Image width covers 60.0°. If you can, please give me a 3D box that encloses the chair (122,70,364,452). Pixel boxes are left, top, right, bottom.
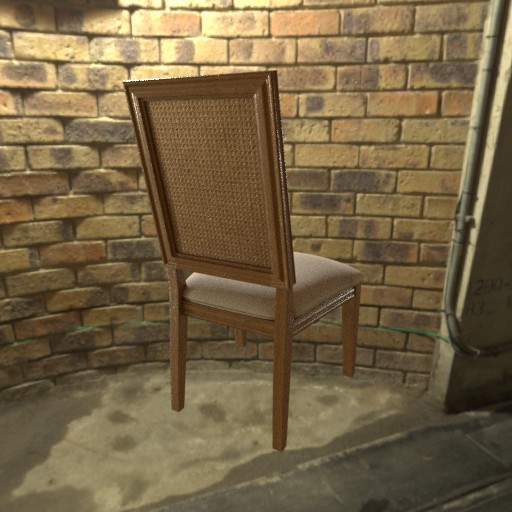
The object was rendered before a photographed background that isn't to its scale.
[{"bbox_3d":[0.000,0.000,1.372,0.536,0.988,0.601,9,18,28],"label":"chair"}]
